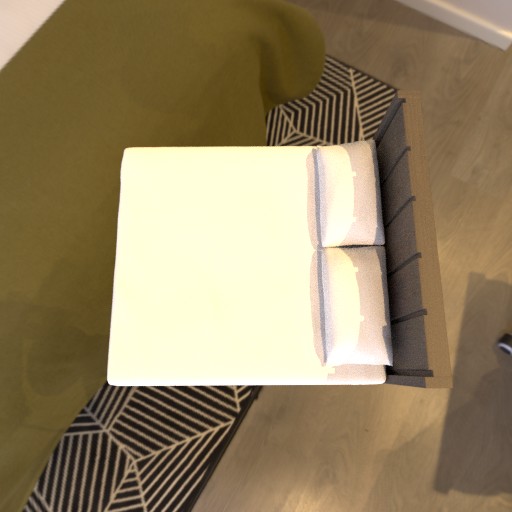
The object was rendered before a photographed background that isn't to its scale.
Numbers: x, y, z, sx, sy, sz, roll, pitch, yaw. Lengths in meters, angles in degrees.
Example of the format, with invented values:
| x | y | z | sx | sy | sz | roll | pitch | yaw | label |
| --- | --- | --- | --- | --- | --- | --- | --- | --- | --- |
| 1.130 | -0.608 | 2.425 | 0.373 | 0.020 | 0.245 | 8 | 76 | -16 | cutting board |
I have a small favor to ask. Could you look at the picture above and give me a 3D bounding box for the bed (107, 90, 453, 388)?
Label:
| x | y | z | sx | sy | sz | roll | pitch | yaw | label |
| --- | --- | --- | --- | --- | --- | --- | --- | --- | --- |
| 0.000 | 0.000 | 3.069 | 1.992 | 1.261 | 1.735 | 0 | 76 | 0 | bed |
